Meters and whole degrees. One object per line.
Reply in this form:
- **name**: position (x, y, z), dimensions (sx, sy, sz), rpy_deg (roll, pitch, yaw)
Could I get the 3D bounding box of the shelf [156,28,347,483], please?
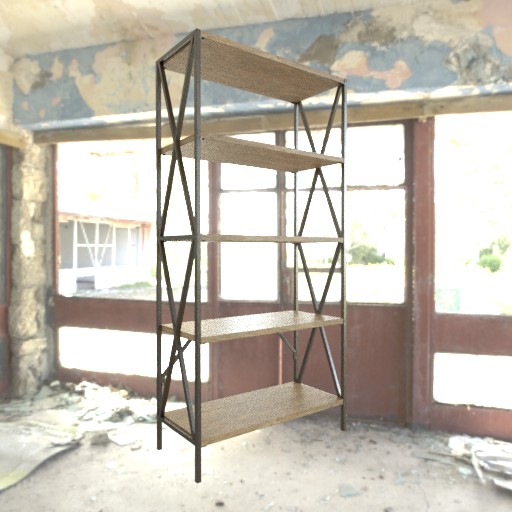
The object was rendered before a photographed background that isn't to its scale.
- **shelf**: position (0.000, 0.000, 2.172), dimensions (0.874, 1.803, 0.386), rpy_deg (-1, 1, -37)
